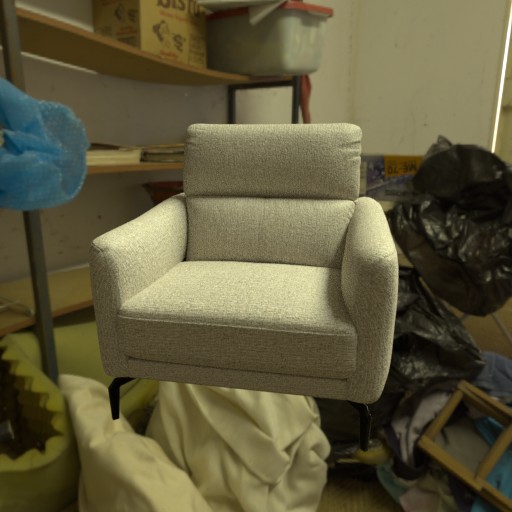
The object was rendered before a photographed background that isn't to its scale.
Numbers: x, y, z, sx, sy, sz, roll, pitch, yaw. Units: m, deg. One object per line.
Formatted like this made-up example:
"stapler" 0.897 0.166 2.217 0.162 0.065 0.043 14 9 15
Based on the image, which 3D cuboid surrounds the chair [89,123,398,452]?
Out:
"chair" 0.000 0.000 1.649 0.972 0.967 0.835 3 15 11
